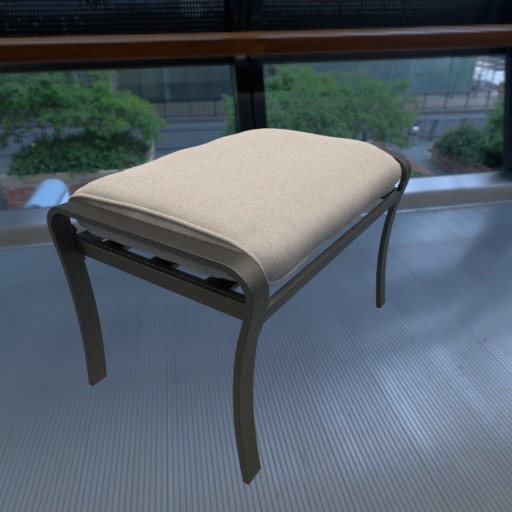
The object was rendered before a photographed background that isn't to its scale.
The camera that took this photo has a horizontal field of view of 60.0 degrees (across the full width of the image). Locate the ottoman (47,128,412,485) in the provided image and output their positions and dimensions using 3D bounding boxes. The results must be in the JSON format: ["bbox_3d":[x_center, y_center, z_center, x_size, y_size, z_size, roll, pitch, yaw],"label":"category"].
[{"bbox_3d":[0.000,0.000,0.903,0.406,0.422,0.610,18,33,30],"label":"ottoman"}]
